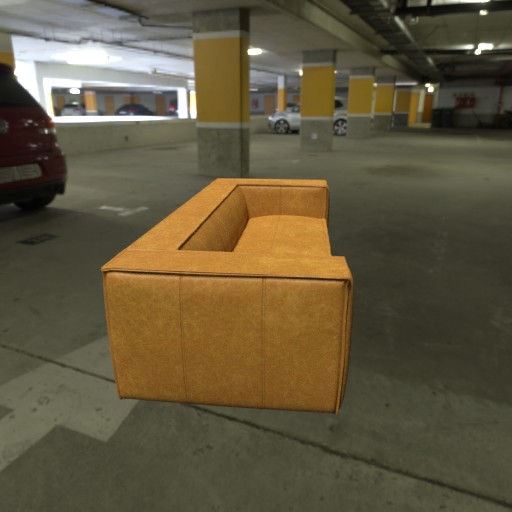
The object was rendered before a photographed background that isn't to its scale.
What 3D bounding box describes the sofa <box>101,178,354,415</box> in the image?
[{"bbox_3d":[0.000,0.000,3.090,1.102,0.701,2.581,2,18,6],"label":"sofa"}]
